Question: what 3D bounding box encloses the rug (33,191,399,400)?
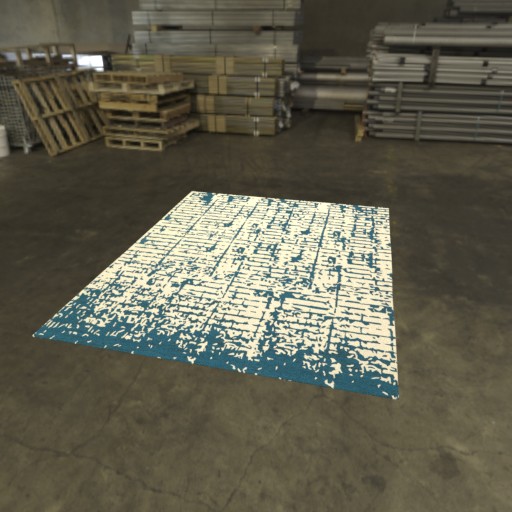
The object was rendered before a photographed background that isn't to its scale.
[{"bbox_3d":[0.000,0.000,4.073,2.416,0.014,3.017,7,28,12],"label":"rug"}]
